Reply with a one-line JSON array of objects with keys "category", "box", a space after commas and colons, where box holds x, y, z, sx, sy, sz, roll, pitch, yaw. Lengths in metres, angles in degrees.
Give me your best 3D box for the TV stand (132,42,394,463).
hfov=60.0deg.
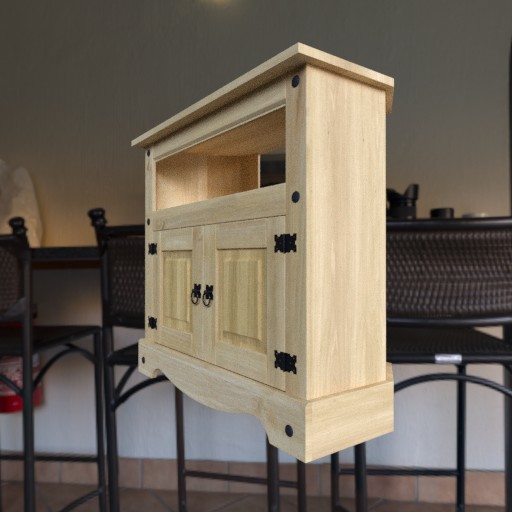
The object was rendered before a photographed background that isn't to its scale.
[{"category": "TV stand", "box": [0.000, 0.000, 1.282, 0.425, 0.781, 0.851, 0, 0, -36]}]
